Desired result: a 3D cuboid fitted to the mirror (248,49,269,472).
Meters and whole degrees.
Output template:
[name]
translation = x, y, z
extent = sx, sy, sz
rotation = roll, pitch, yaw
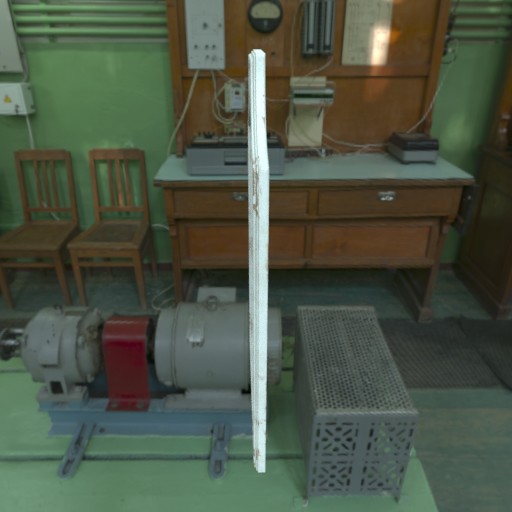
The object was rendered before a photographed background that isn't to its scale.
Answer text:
[mirror]
translation = 0.000, 0.000, 0.855
extent = 0.022, 0.717, 0.403
rotation = -1, 27, -2
